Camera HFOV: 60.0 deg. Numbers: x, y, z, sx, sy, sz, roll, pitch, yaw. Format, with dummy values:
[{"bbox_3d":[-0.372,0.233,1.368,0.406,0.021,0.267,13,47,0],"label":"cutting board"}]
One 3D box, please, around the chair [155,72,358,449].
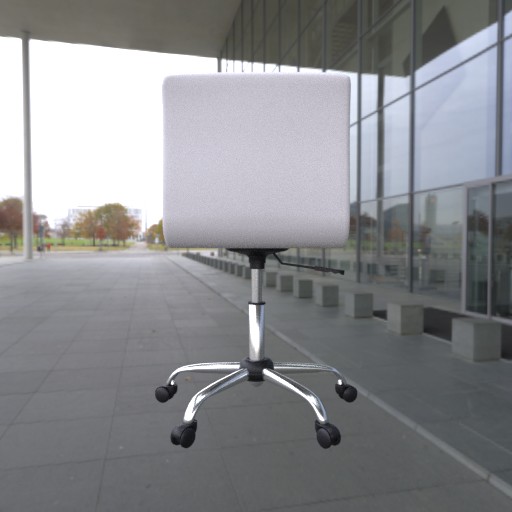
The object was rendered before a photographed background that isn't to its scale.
[{"bbox_3d":[0.000,0.000,1.079,0.520,0.750,0.455,0,2,1],"label":"chair"}]
